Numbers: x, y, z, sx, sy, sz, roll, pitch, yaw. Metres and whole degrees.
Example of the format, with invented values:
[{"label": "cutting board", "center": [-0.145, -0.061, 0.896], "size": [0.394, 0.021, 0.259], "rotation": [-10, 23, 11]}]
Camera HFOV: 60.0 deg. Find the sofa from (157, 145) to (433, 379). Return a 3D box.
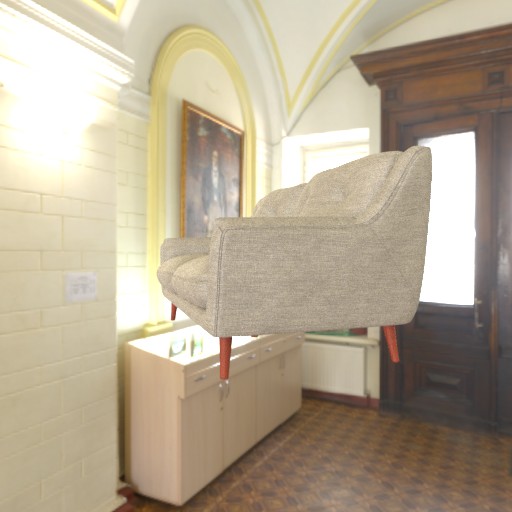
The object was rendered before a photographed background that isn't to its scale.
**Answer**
[{"label": "sofa", "center": [0.000, 0.000, 2.452], "size": [0.976, 0.897, 1.930], "rotation": [0, 0, -17]}]
